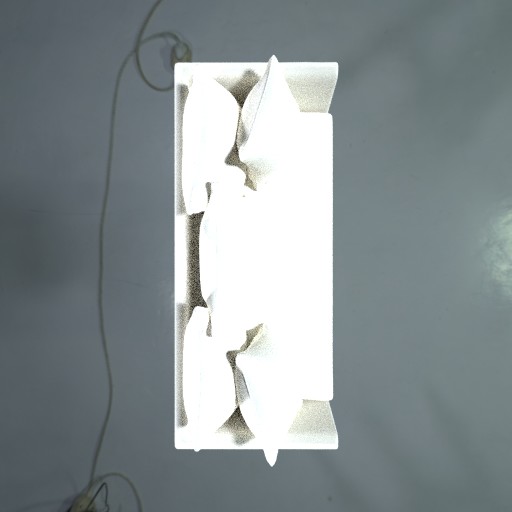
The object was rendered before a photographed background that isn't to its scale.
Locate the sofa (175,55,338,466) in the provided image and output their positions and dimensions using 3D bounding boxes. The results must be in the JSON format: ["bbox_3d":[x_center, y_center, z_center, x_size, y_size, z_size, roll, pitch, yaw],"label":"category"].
[{"bbox_3d":[0.000,0.000,2.829,1.031,1.034,2.290,0,90,0],"label":"sofa"}]
